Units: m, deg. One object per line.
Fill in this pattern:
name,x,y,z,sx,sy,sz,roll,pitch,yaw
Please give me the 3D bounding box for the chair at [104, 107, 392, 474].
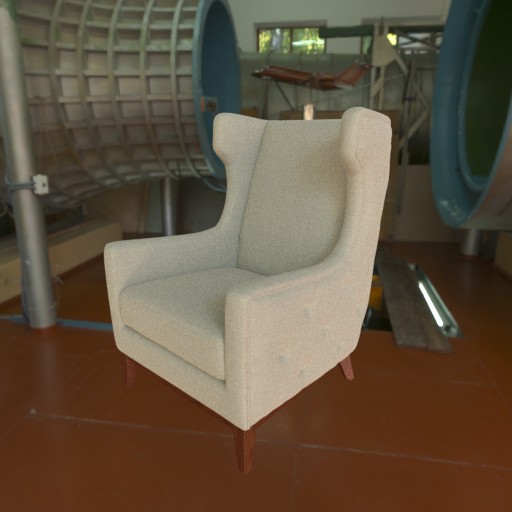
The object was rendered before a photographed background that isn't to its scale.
chair,0.000,0.000,1.710,0.778,1.079,0.899,15,21,42
